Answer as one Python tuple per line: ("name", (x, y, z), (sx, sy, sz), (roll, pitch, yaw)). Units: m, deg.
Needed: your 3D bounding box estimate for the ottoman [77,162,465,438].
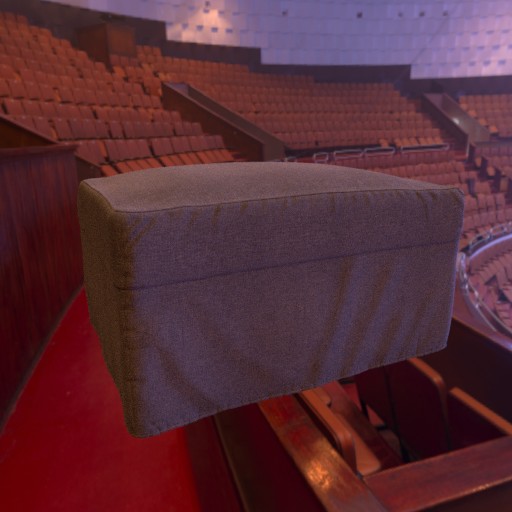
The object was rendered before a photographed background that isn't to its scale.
("ottoman", (0.000, 0.000, 1.202), (0.833, 0.492, 0.652), (-8, 17, -26))
